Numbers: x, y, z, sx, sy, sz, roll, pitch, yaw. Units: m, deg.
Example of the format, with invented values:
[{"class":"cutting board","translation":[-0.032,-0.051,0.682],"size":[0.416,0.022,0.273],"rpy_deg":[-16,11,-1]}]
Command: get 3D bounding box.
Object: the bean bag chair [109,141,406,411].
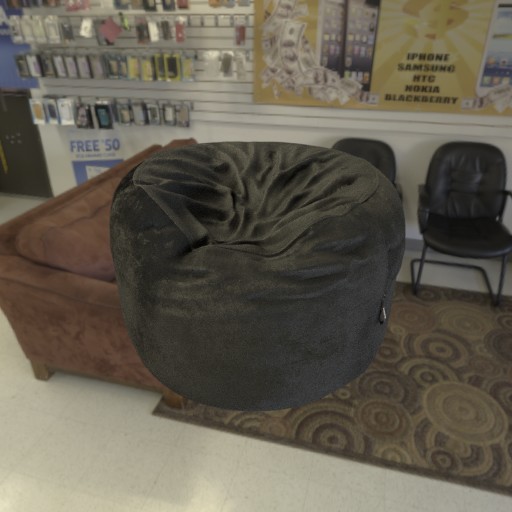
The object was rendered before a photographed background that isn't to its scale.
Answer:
[{"class":"bean bag chair","translation":[0.000,0.000,1.473],"size":[0.918,0.605,0.918],"rpy_deg":[0,28,0]}]
